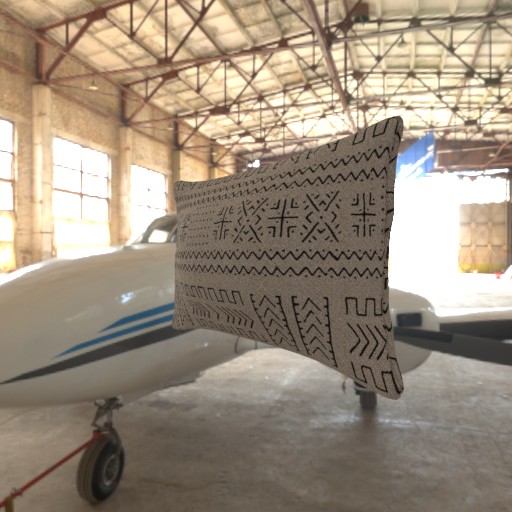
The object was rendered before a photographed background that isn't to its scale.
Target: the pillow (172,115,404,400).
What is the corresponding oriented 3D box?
[{"bbox_3d":[0.000,0.000,0.802,0.188,0.352,0.637,0,0,-36],"label":"pillow"}]
